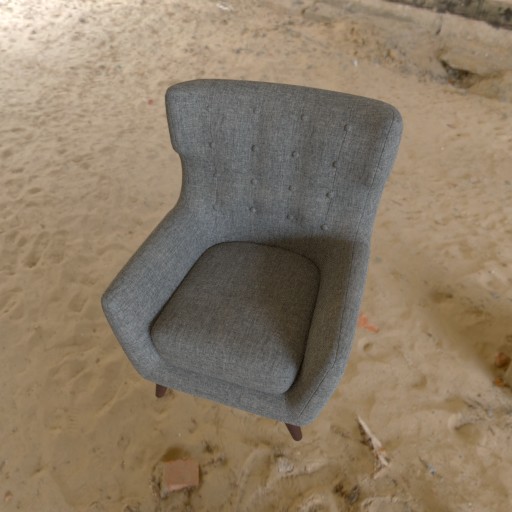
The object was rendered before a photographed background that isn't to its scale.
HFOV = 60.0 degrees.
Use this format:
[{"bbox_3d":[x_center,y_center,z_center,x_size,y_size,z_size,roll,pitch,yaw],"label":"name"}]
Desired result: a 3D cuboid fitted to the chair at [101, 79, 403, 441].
[{"bbox_3d":[0.000,0.000,1.731,0.878,1.063,0.904,12,43,14],"label":"chair"}]
